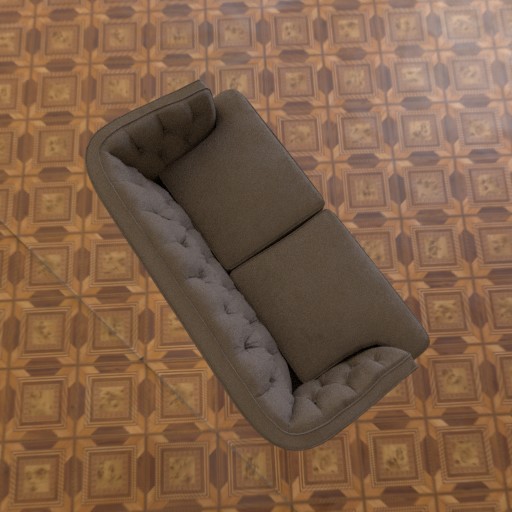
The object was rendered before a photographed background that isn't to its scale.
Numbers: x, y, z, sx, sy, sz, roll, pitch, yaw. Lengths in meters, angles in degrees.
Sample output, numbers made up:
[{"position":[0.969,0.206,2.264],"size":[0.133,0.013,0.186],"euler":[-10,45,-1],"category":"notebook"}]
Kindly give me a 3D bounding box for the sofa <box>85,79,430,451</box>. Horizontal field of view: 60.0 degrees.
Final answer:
[{"position":[0.000,0.000,2.280],"size":[0.941,0.855,1.733],"euler":[-34,79,-7],"category":"sofa"}]
